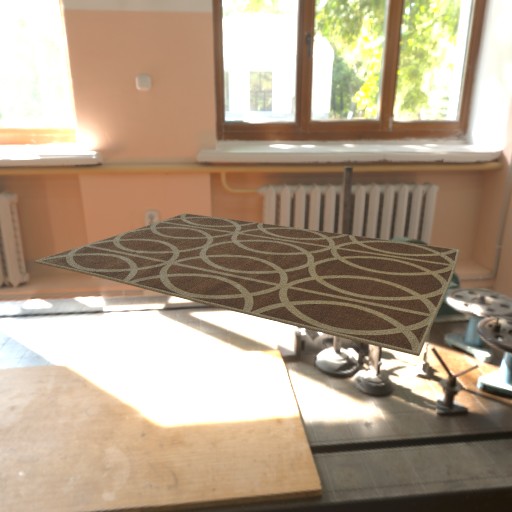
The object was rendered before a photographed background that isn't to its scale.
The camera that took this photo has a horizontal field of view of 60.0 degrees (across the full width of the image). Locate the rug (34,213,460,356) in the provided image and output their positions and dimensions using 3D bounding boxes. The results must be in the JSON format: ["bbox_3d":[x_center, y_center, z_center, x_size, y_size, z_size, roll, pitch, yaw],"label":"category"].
[{"bbox_3d":[0.000,0.000,2.839,2.290,0.014,1.526,10,21,27],"label":"rug"}]
